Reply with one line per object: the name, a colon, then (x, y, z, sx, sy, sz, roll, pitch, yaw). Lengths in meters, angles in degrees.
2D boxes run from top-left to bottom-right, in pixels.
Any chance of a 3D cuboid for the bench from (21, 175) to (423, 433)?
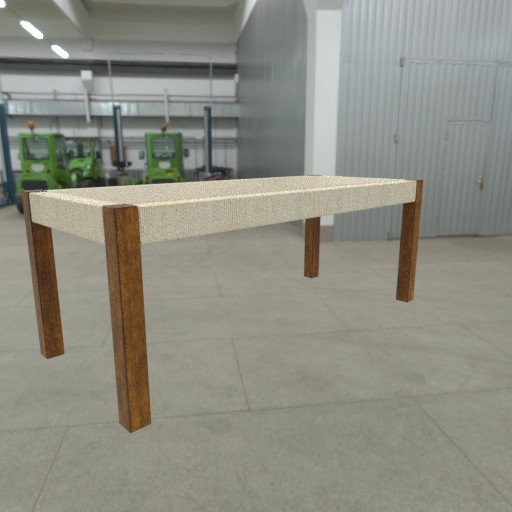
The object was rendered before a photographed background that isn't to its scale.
bench: (0.000, 0.000, 1.426, 1.198, 0.457, 0.507, -12, 18, -43)
